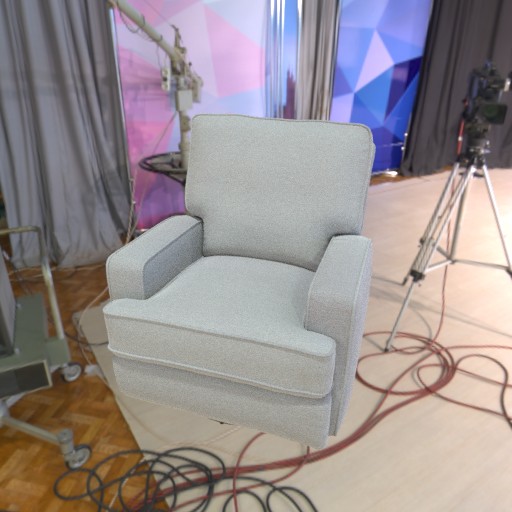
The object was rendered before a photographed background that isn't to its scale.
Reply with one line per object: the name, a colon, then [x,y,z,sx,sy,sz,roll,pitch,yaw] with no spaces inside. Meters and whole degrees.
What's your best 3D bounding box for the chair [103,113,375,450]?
chair: [0.000,0.000,1.705,0.861,0.964,0.969,8,27,16]
